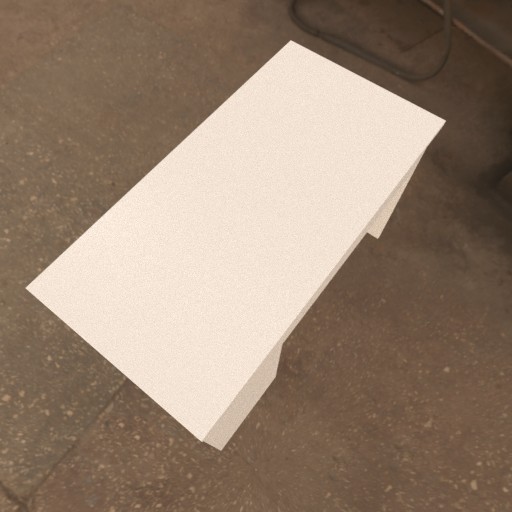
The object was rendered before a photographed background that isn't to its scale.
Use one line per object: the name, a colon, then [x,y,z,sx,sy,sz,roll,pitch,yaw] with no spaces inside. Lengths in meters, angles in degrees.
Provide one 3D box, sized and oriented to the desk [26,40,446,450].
desk: [0.000,0.000,1.515,0.560,0.735,1.097,35,69,15]
